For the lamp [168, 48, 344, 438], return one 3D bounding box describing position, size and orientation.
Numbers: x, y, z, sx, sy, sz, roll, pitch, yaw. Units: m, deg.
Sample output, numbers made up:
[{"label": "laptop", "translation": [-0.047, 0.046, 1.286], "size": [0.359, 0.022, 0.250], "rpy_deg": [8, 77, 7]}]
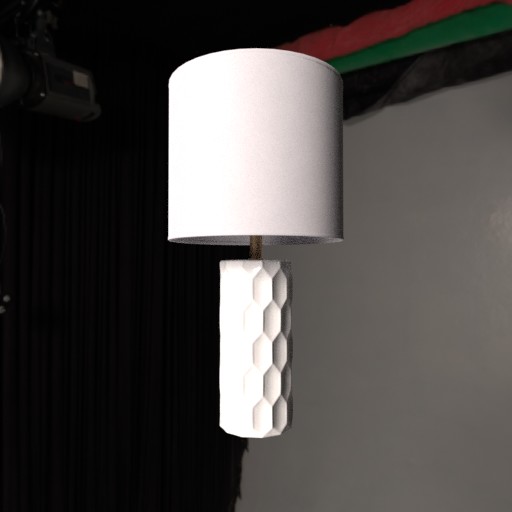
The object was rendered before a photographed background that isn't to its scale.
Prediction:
[{"label": "lamp", "translation": [0.000, 0.000, 0.711], "size": [0.277, 0.537, 0.277], "rpy_deg": [-1, -2, 36]}]
